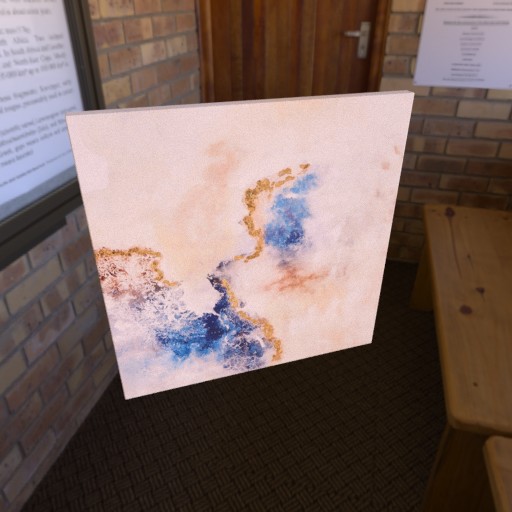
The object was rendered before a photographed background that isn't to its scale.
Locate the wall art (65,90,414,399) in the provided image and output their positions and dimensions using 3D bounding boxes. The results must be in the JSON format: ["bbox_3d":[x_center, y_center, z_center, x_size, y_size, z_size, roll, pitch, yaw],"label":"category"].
[{"bbox_3d":[0.000,0.000,1.324,0.889,0.889,0.038,-9,32,-15],"label":"wall art"}]
